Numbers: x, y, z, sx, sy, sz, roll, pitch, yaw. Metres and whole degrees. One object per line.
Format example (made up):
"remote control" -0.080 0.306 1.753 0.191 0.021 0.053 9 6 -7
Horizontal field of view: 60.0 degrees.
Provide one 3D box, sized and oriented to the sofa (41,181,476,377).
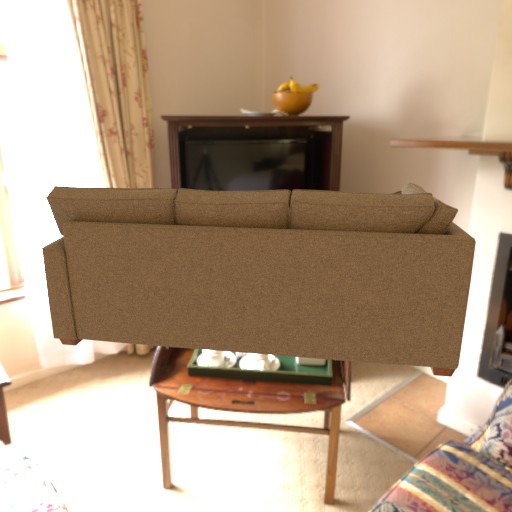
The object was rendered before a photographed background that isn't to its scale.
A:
"sofa" 0.000 0.000 2.858 2.317 0.962 1.061 3 16 9
